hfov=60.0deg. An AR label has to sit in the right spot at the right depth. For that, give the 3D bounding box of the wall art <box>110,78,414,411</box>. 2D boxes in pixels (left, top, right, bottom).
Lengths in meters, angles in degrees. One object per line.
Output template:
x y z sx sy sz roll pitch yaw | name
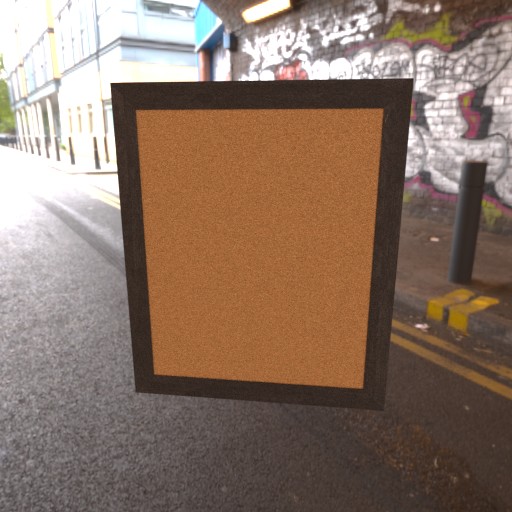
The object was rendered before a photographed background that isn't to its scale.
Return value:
0.000 0.000 0.772 0.476 0.570 0.013 2 16 7 | wall art
